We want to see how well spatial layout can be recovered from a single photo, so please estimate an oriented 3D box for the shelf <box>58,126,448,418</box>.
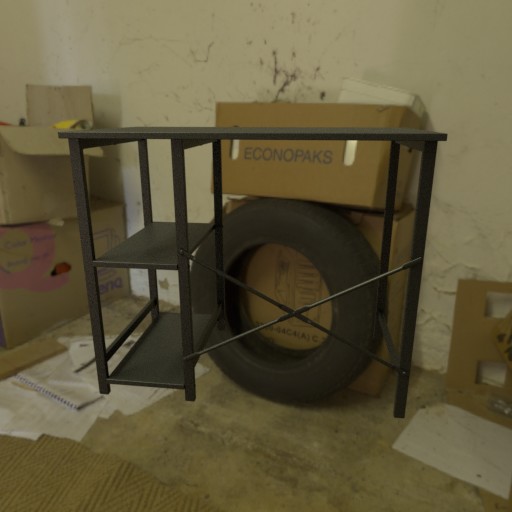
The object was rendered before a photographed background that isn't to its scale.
[{"bbox_3d":[0.000,0.000,1.363,0.902,0.749,0.498,2,18,7],"label":"shelf"}]
